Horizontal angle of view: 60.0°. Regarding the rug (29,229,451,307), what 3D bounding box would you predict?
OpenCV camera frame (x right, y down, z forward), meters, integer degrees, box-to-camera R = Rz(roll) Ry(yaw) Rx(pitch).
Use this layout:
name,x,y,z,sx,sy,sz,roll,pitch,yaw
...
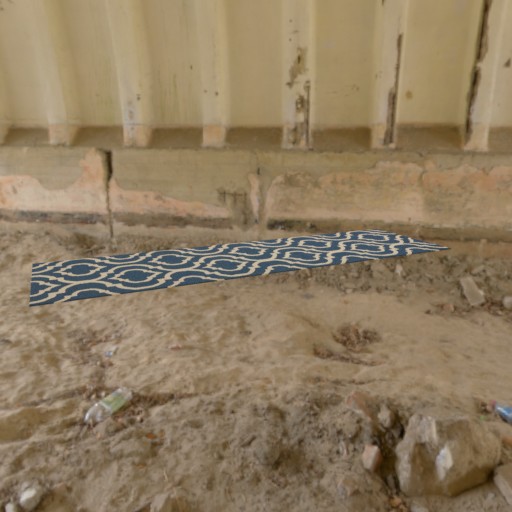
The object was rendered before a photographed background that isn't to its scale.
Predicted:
name,x,y,z,sx,sy,sz,roll,pitch,yaw
rug,0.000,0.000,2.521,2.296,0.006,0.685,-7,16,-24
